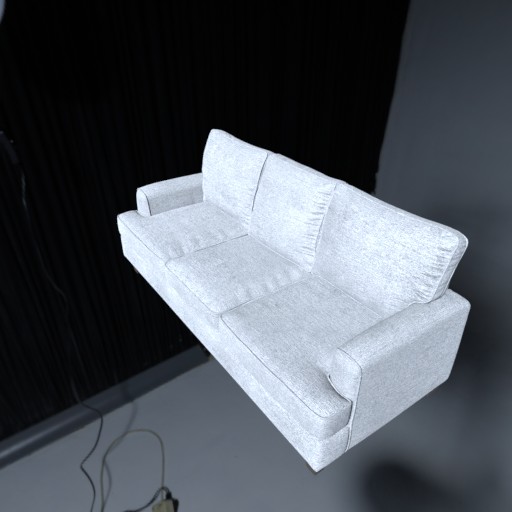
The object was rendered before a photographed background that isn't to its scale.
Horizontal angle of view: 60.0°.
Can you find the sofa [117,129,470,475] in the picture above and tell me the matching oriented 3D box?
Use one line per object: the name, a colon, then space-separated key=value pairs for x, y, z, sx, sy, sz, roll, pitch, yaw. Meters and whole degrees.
sofa: x=0.000 y=0.000 z=2.595 sx=0.951 sy=0.965 sz=2.158 roll=-20 pitch=36 yaw=-30
